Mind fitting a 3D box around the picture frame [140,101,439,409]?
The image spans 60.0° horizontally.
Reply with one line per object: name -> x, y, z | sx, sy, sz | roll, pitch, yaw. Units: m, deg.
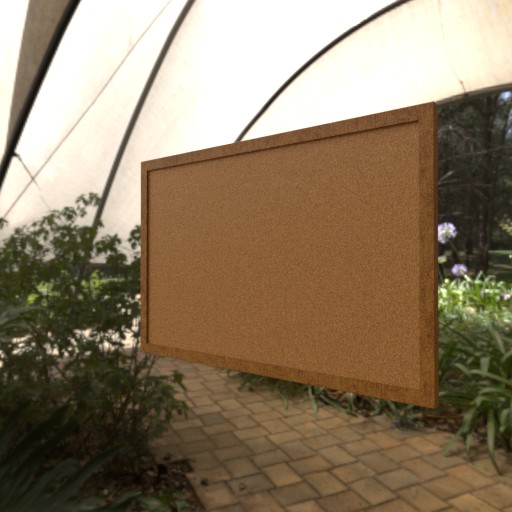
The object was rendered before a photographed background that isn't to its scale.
picture frame -> 0.000, 0.000, 1.182 | 0.922, 0.621, 0.029 | 0, -1, 37
